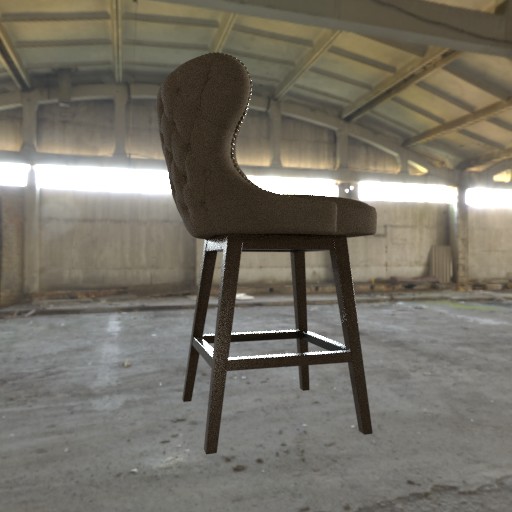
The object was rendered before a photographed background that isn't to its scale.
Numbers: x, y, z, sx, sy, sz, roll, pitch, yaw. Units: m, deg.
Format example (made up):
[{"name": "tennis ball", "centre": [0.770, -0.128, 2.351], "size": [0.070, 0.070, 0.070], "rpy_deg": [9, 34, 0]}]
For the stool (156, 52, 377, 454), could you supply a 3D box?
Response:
[{"name": "stool", "centre": [0.000, 0.000, 1.353], "size": [0.597, 0.972, 0.615], "rpy_deg": [0, -1, -17]}]
